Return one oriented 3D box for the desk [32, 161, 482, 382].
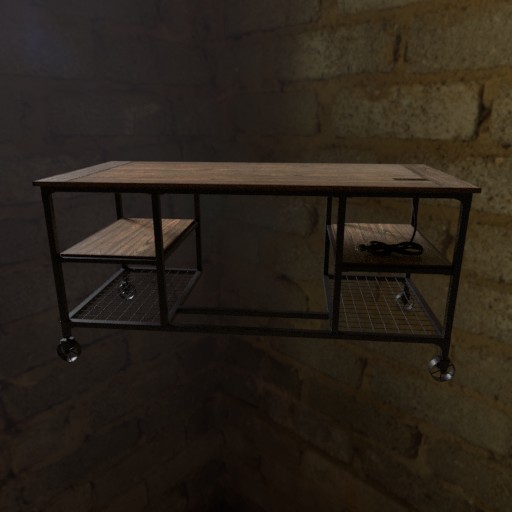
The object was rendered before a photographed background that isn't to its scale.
[{"bbox_3d":[0.000,0.000,1.981,1.590,0.751,0.711,2,18,5],"label":"desk"}]
